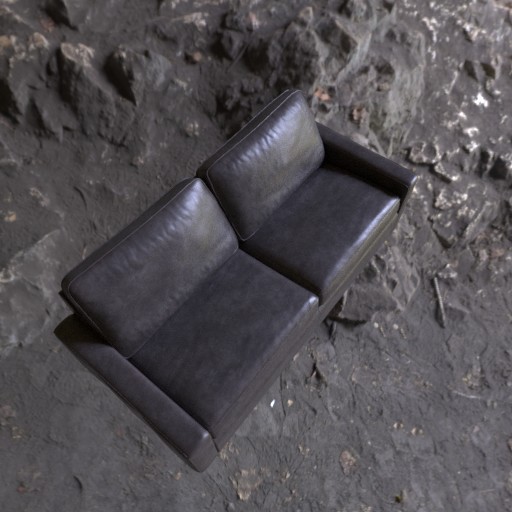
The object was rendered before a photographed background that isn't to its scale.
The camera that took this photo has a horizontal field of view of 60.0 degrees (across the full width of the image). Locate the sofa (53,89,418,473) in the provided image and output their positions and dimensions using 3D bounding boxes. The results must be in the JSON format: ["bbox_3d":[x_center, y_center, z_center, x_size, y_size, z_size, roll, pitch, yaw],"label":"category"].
[{"bbox_3d":[0.000,0.000,2.539,0.939,0.916,2.081,34,64,19],"label":"sofa"}]
